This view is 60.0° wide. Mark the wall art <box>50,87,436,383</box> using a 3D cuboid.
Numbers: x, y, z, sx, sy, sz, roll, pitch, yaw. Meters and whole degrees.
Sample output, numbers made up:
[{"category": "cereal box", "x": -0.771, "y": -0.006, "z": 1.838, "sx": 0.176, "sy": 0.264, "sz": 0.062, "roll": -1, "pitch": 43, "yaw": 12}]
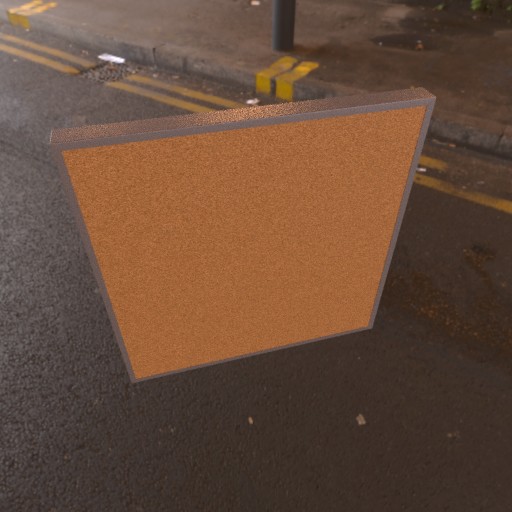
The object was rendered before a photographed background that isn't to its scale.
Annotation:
[{"category": "wall art", "x": 0.000, "y": 0.000, "z": 0.514, "sx": 0.349, "sy": 0.349, "sz": 0.028, "roll": -10, "pitch": 43, "yaw": -11}]
